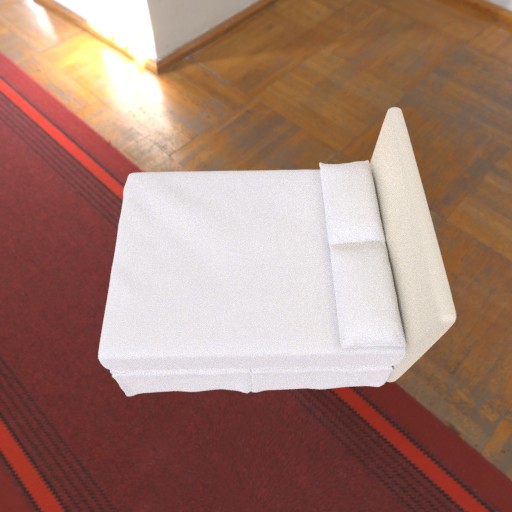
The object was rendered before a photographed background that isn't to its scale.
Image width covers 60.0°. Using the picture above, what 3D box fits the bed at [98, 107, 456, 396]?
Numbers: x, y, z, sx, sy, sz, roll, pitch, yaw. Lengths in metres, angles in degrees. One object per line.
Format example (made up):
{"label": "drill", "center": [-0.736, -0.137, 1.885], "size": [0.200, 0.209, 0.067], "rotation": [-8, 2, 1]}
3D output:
{"label": "bed", "center": [0.000, 0.000, 3.291], "size": [2.147, 1.330, 1.714], "rotation": [-1, 59, -1]}
